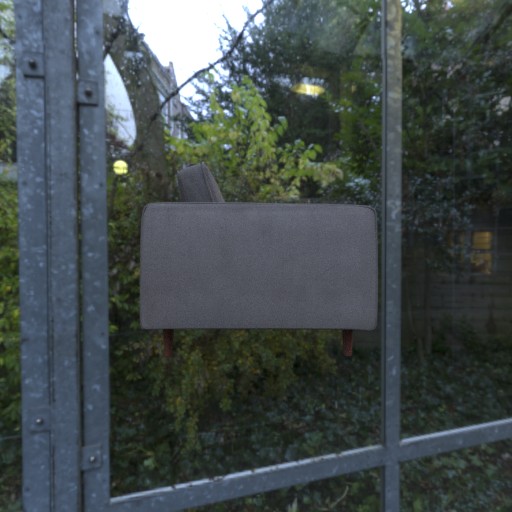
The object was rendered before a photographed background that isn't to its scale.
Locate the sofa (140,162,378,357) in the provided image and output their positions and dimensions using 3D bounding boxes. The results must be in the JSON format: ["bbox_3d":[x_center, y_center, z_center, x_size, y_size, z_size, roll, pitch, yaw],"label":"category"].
[{"bbox_3d":[0.000,0.000,2.795,0.923,0.813,2.295,0,1,-1],"label":"sofa"}]
